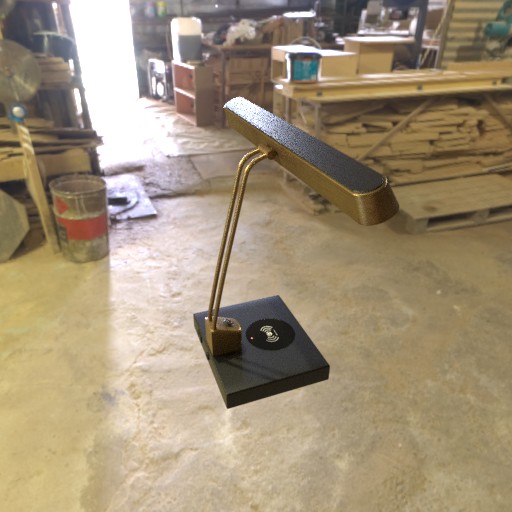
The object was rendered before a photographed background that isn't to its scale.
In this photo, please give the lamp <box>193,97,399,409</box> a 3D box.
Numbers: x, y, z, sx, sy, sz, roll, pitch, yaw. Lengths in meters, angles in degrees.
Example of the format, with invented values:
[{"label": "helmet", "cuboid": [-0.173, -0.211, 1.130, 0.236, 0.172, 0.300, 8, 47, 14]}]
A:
[{"label": "lamp", "cuboid": [0.000, 0.000, 0.605, 0.156, 0.345, 0.412, -11, 32, -18]}]
